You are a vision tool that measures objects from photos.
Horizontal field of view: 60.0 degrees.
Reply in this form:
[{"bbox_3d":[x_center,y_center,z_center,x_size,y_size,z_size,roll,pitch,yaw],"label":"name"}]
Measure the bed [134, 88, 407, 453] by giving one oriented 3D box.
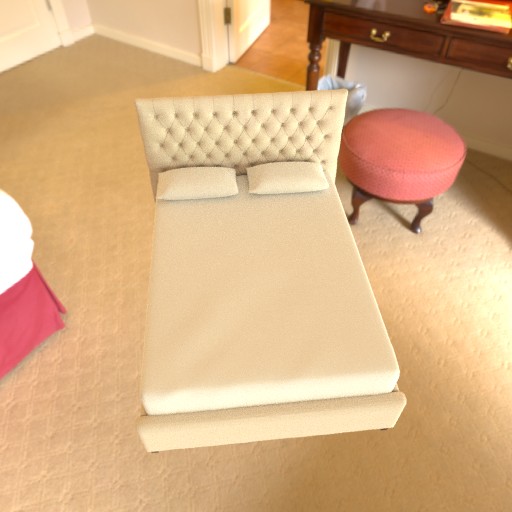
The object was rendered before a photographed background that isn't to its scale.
[{"bbox_3d":[0.000,0.000,3.262,1.696,1.426,2.233,-4,47,-4],"label":"bed"}]
